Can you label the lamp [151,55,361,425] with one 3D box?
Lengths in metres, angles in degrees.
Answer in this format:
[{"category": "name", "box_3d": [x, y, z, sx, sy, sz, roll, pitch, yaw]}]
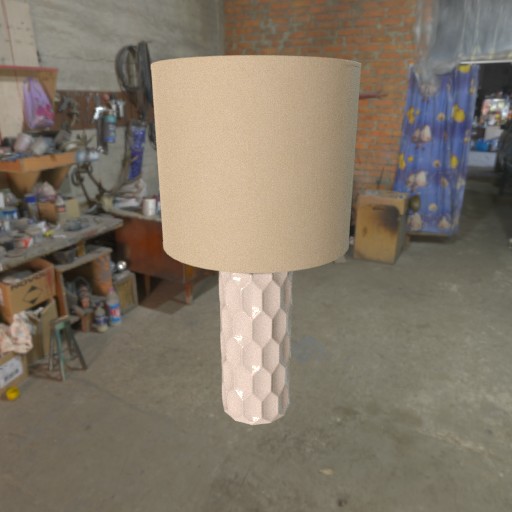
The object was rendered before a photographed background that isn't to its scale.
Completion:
[{"category": "lamp", "box_3d": [0.000, 0.000, 0.680, 0.277, 0.537, 0.277, -3, 19, -9]}]
